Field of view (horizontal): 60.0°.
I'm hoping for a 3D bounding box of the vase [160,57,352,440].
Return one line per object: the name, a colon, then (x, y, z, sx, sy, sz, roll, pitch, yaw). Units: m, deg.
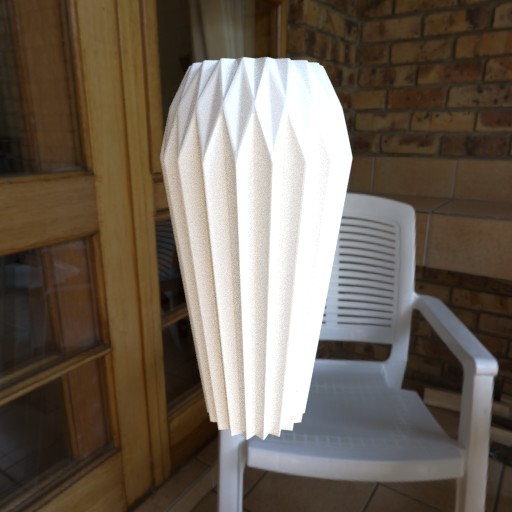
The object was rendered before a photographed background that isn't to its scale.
vase: (0.000, 0.000, 0.333, 0.133, 0.263, 0.133, 0, 16, 0)
